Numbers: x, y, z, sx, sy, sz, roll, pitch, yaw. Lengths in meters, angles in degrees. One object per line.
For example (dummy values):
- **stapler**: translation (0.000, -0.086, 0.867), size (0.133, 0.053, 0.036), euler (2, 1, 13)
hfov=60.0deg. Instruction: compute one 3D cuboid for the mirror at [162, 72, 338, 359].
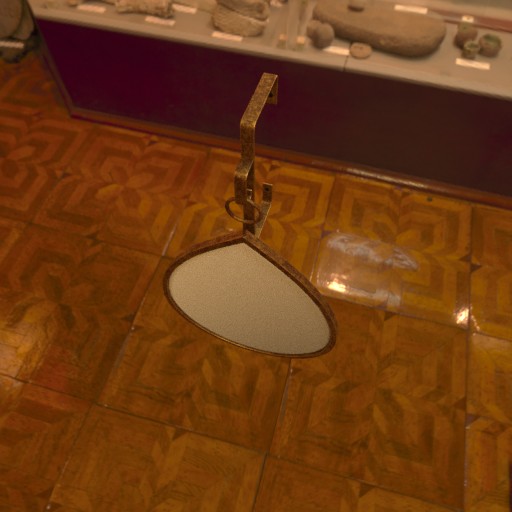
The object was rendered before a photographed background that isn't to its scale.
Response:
- **mirror**: translation (0.000, 0.000, 0.889), size (0.405, 0.744, 0.144), euler (15, 60, 9)
